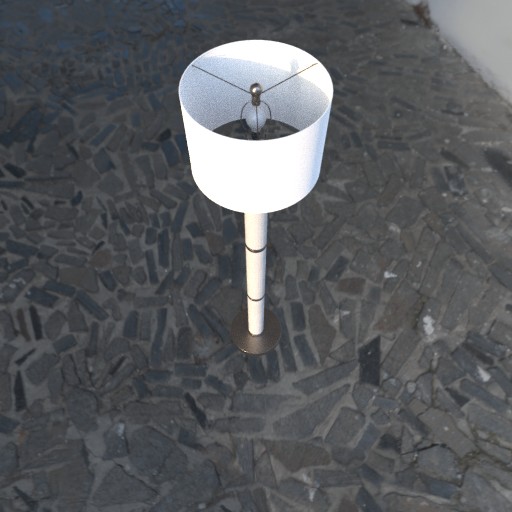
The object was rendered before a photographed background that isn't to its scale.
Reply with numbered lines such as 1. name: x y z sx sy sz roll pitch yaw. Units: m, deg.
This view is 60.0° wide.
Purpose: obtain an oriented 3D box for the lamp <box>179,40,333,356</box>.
1. lamp: 0.000 0.000 1.755 0.377 1.599 0.377 -1 59 -1
